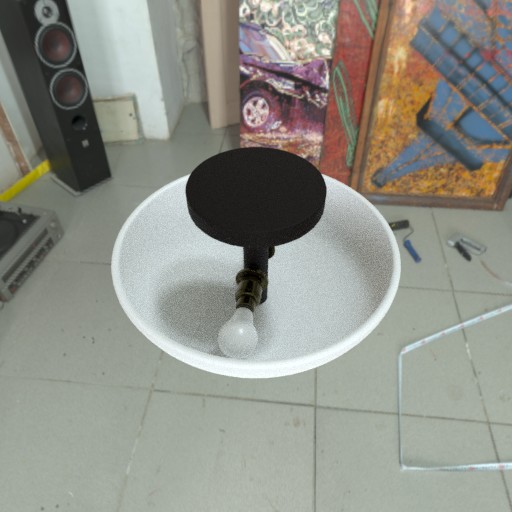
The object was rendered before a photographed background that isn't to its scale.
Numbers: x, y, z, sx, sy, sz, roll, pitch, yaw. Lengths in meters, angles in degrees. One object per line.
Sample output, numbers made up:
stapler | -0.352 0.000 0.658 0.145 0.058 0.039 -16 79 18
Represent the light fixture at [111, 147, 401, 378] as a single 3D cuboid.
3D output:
light fixture | 0.000 0.000 0.534 0.331 0.212 0.331 0 46 0
